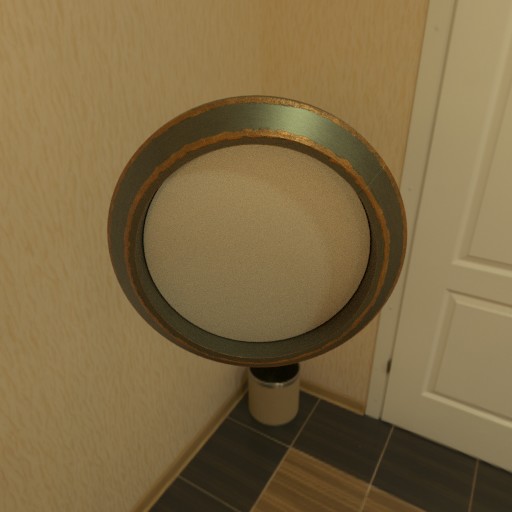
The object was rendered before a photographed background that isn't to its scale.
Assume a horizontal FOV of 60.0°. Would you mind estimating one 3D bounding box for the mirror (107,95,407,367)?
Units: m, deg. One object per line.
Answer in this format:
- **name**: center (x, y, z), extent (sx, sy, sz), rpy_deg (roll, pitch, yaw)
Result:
- **mirror**: center (0.000, 0.000, 1.339), extent (0.907, 0.907, 0.111), rpy_deg (1, 28, 1)
